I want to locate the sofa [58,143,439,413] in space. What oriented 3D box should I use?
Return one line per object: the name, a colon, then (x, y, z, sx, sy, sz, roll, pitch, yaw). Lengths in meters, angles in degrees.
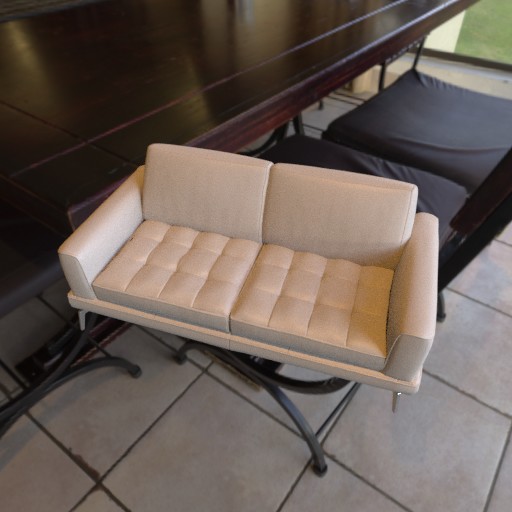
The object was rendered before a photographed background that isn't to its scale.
sofa: (0.000, 0.000, 2.795, 2.177, 0.930, 1.121, 12, 43, 13)
